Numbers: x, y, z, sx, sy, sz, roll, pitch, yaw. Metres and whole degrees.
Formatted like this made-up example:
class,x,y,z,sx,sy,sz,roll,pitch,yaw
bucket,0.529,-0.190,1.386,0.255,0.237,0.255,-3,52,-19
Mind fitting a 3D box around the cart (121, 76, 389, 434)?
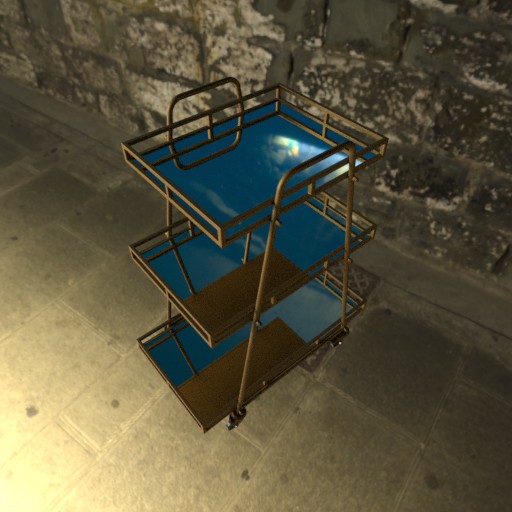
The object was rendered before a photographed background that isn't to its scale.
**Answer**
class,x,y,z,sx,sy,sz,roll,pitch,yaw
cart,0.000,0.000,1.294,0.711,0.883,0.441,-31,53,-27
